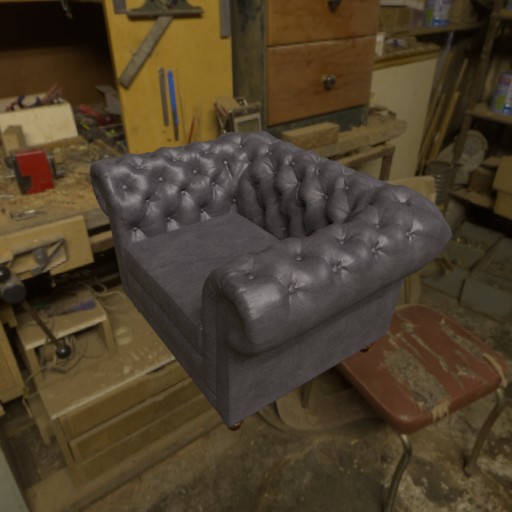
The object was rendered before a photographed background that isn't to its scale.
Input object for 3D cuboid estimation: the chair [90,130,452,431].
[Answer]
[{"bbox_3d":[0.000,0.000,1.924,0.943,0.780,1.298,-21,38,-30],"label":"chair"}]
